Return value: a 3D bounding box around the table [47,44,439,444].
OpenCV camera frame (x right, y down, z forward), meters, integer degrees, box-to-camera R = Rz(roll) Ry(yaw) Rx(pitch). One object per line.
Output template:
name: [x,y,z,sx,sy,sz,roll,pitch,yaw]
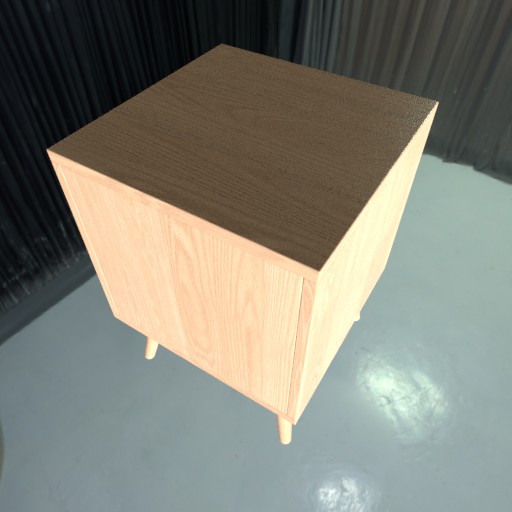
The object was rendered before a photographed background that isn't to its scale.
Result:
table: [0.000,0.000,0.827,0.400,0.550,0.400,25,52,21]
